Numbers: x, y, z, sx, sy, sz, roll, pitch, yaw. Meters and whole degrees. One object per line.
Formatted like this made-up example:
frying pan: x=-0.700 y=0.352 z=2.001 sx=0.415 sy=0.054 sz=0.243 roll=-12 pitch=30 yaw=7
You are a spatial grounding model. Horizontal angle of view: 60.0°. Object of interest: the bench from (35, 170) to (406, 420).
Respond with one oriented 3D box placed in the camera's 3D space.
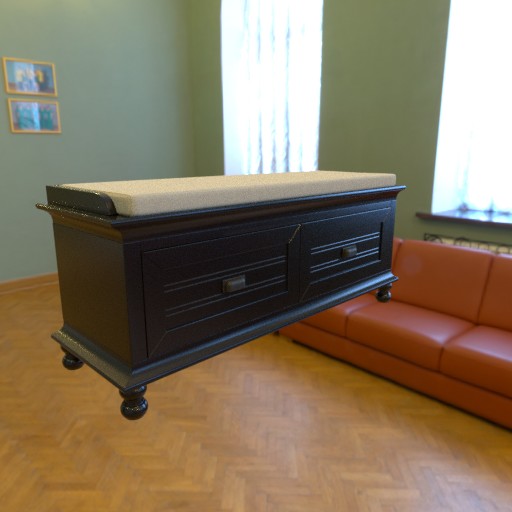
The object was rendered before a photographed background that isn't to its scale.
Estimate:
bench: x=0.000 y=0.000 z=1.442 sx=1.185 sy=0.501 sz=0.402 roll=-13 pitch=19 yaw=-43
